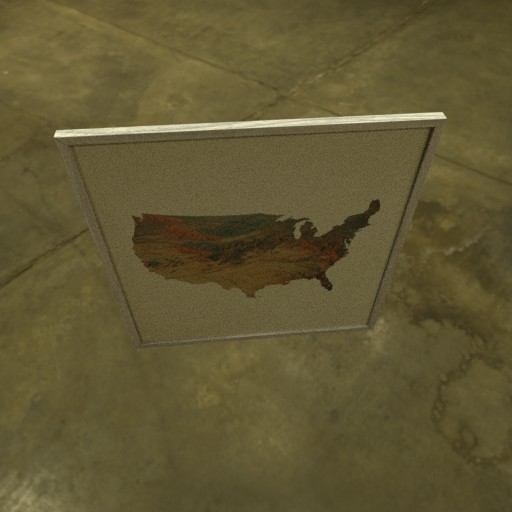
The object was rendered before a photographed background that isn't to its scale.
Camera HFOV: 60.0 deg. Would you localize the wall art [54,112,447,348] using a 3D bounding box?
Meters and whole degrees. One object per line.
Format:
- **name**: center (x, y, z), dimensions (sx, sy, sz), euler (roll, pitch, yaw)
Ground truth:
- **wall art**: center (0.000, 0.000, 0.761), dimensions (0.508, 0.507, 0.016), euler (-4, 48, -3)
